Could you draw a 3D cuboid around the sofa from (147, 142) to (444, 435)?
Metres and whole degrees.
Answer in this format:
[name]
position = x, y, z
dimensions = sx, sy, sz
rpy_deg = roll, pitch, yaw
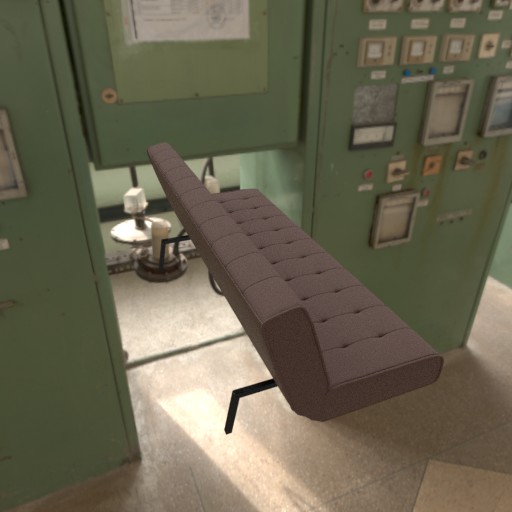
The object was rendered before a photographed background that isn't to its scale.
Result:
[sofa]
position = 0.000, 0.000, 2.095
dimensions = 0.747, 0.699, 1.703
rpy_deg = -11, 32, -19
